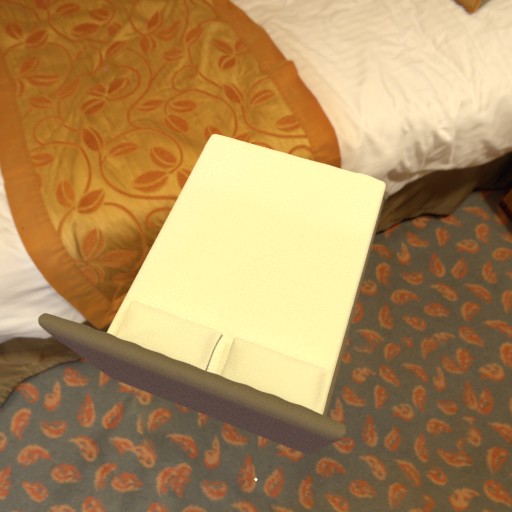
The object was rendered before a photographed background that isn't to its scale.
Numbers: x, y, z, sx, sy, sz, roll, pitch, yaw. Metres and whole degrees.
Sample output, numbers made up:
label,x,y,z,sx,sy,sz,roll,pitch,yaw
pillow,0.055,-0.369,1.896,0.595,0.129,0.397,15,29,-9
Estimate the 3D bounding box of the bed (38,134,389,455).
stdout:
label,x,y,z,sx,sy,sz,roll,pitch,yaw
bed,0.000,0.000,3.298,1.696,1.426,2.233,18,65,9
